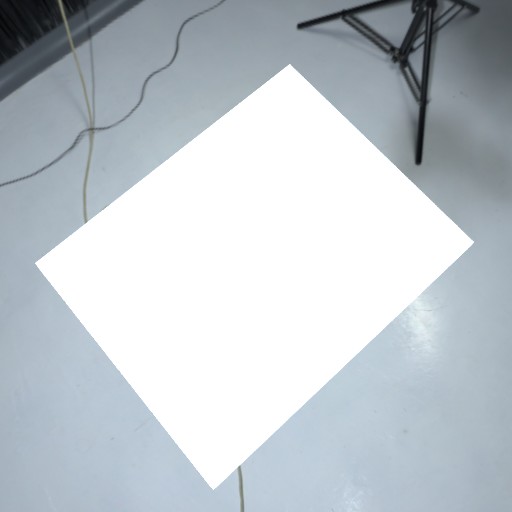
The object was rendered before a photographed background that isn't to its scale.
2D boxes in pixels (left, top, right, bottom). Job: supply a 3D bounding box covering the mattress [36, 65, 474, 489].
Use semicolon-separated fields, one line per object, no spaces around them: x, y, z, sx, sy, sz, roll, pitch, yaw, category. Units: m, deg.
0.000;0.000;2.654;2.000;0.200;1.600;-41;80;-9;mattress
